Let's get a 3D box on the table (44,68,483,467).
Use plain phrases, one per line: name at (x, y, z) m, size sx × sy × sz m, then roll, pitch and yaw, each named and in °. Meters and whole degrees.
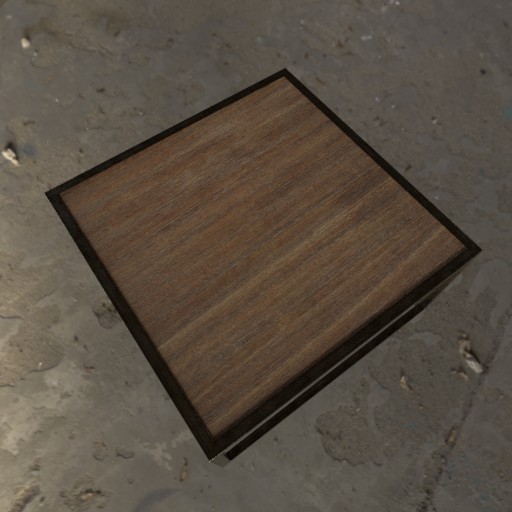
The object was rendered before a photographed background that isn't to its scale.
table at (0.000, 0.000, 1.476) m, size 0.909 × 0.451 × 0.899 m, roll -33°, pitch 68°, yaw -15°
